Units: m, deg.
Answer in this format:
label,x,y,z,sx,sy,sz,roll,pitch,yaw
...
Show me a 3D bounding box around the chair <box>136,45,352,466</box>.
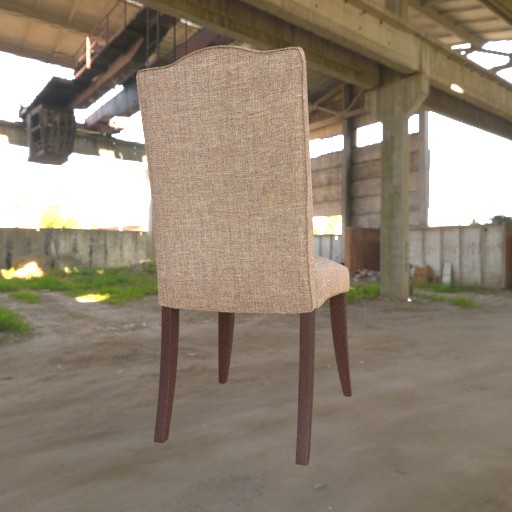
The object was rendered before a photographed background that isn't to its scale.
label,x,y,z,sx,sy,sz,roll,pitch,yaw
chair,0.000,0.000,1.368,0.513,1.016,0.660,0,1,18
